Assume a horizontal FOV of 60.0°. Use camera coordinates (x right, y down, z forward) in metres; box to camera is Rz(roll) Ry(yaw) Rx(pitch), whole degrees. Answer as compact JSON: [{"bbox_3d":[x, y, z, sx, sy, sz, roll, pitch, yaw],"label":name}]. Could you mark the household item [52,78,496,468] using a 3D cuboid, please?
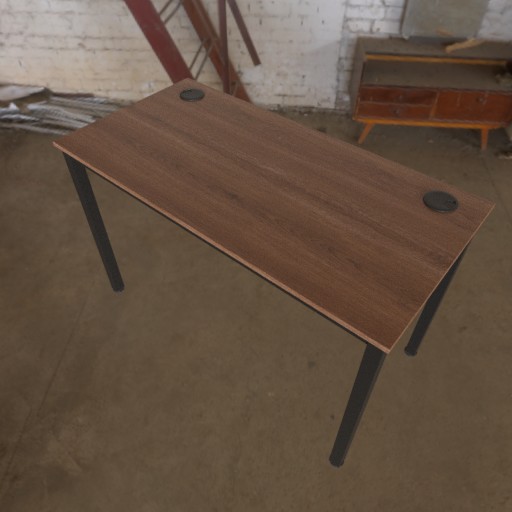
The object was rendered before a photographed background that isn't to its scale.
[{"bbox_3d":[0.000,0.000,1.580,1.200,0.750,0.600,31,54,26],"label":"household item"}]
